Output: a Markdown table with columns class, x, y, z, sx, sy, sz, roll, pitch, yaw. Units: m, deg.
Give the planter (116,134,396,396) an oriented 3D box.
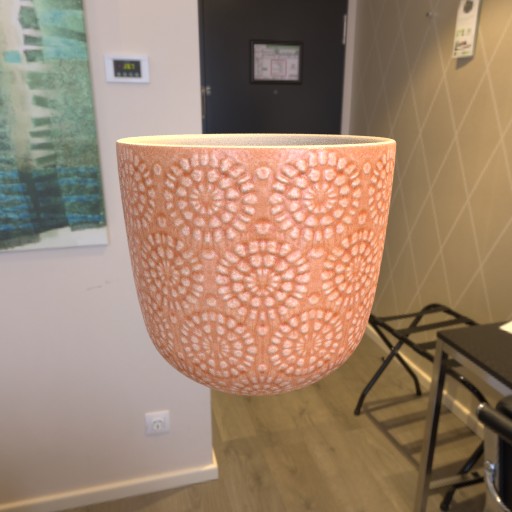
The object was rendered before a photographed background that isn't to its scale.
| class | x | y | z | sx | sy | sz | roll | pitch | yaw |
| --- | --- | --- | --- | --- | --- | --- | --- | --- | --- |
| planter | 0.000 | 0.000 | 0.370 | 0.208 | 0.190 | 0.208 | 0 | 17 | 0 |
